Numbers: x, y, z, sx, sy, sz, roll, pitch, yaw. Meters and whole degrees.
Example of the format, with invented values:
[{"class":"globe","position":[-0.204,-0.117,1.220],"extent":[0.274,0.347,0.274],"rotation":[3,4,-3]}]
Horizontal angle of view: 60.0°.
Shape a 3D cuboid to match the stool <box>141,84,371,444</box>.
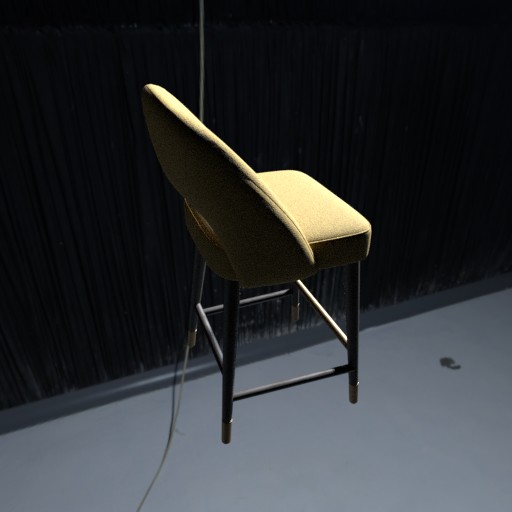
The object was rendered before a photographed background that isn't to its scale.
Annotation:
[{"class":"stool","position":[0.000,0.000,1.272],"extent":[0.522,0.939,0.536],"rotation":[-11,32,-18]}]
